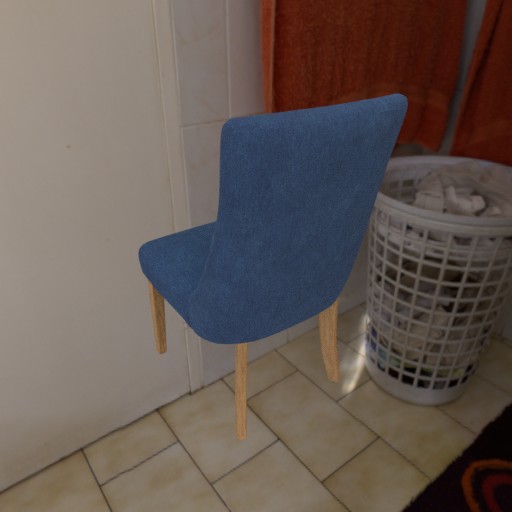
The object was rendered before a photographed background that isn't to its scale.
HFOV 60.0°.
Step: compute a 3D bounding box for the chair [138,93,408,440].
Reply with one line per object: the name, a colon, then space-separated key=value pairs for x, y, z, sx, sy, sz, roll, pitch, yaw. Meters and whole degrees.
chair: x=0.000 y=0.000 z=1.256 sx=0.495 sy=0.902 sz=0.609 roll=-19 pitch=34 yaw=-30
